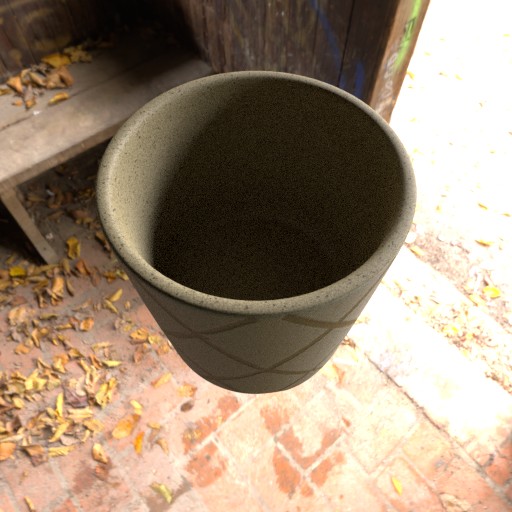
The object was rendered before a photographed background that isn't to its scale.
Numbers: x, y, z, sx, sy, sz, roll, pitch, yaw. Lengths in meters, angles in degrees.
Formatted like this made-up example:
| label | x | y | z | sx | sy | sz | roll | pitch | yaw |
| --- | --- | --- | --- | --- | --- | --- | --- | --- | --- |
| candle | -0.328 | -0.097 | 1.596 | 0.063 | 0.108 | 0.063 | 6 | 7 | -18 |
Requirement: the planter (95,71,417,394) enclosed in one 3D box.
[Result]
| label | x | y | z | sx | sy | sz | roll | pitch | yaw |
| --- | --- | --- | --- | --- | --- | --- | --- | --- | --- |
| planter | 0.000 | 0.000 | 0.416 | 0.228 | 0.235 | 0.228 | 0 | 58 | 0 |
